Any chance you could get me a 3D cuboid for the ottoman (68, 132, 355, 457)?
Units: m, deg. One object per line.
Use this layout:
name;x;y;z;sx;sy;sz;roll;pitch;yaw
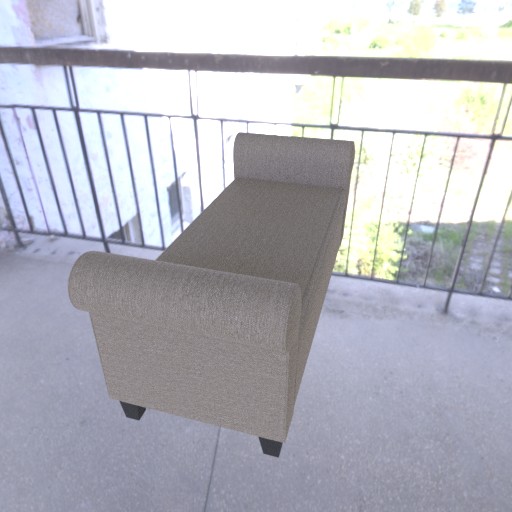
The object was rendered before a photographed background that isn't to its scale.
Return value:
ottoman;0.000;0.000;1.552;0.521;0.547;1.256;9;31;14
